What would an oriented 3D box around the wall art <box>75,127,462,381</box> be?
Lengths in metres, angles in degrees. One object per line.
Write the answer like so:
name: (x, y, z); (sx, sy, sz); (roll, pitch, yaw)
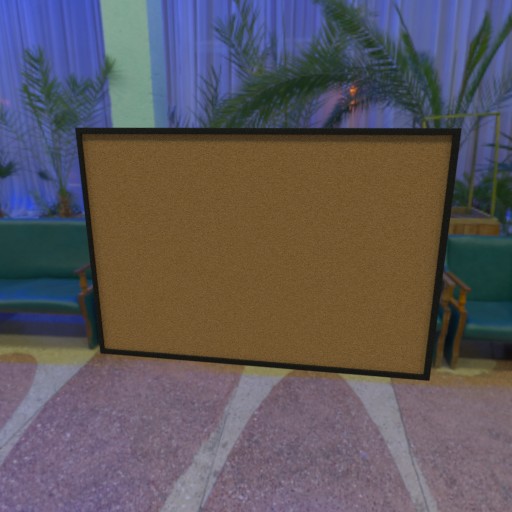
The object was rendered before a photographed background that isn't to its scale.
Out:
wall art: (0.000, 0.000, 1.196); (0.963, 0.665, 0.013); (3, 17, 9)
